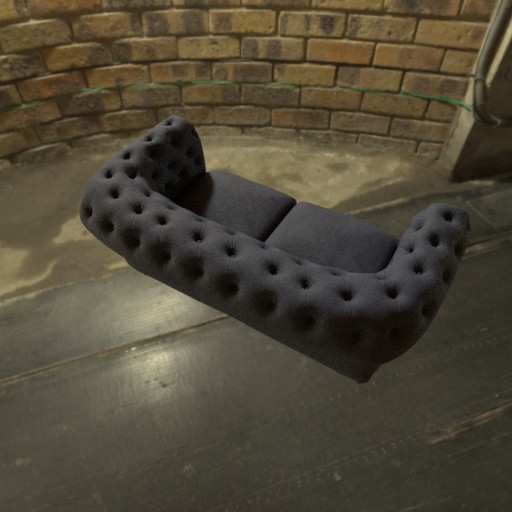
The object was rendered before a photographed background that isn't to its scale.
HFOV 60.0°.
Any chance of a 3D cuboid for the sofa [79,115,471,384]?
[{"bbox_3d":[0.000,0.000,2.520,1.988,0.833,1.082,24,50,21],"label":"sofa"}]
